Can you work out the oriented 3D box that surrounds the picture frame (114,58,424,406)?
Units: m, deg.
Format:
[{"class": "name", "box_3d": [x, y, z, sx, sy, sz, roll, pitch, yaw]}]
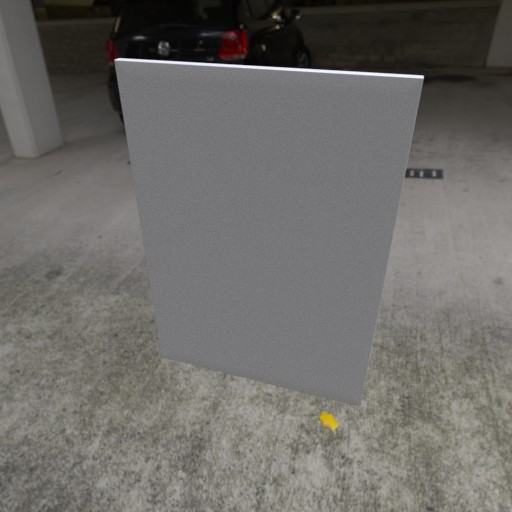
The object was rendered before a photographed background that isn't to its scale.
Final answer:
[{"class": "picture frame", "box_3d": [0.000, 0.000, 0.670, 0.381, 0.534, 0.012, 10, 34, 15]}]
